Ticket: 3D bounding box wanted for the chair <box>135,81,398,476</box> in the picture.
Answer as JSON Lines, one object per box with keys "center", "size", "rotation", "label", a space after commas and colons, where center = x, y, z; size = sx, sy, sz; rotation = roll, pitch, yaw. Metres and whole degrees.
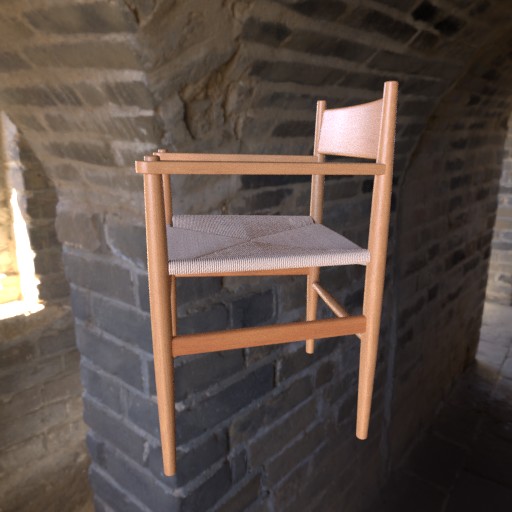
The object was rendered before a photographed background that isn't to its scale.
{"center": [0.000, 0.000, 1.088], "size": [0.495, 0.762, 0.556], "rotation": [-2, 15, -9], "label": "chair"}
